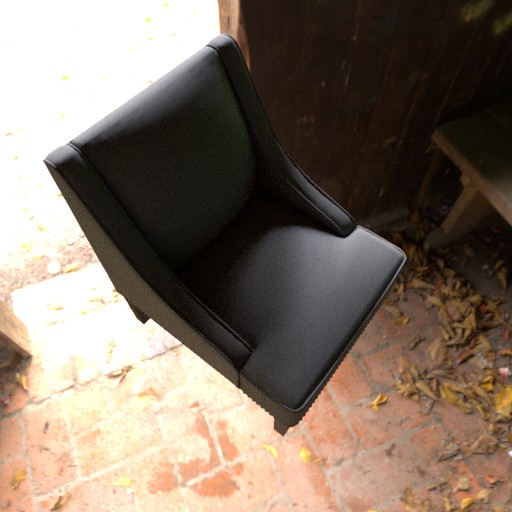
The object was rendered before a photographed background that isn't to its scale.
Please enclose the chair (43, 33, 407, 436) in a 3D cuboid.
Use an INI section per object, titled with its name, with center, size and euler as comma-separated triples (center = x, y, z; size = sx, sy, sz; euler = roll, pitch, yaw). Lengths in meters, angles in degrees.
[chair]
center = 0.000, 0.000, 1.343
size = 0.747, 0.867, 0.631
euler = 33, 63, 19
